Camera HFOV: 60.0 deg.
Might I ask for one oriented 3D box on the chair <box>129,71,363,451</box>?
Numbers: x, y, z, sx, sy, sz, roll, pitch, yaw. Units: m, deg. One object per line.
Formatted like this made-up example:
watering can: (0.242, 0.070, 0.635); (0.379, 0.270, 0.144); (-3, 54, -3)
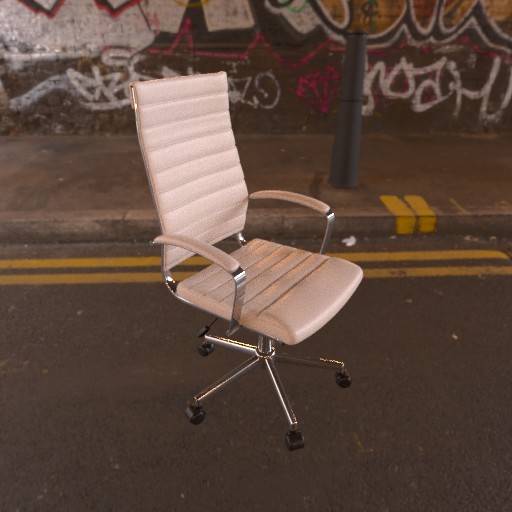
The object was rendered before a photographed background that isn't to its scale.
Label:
chair: (0.000, 0.000, 1.565); (0.679, 1.149, 0.679); (19, 33, 32)
